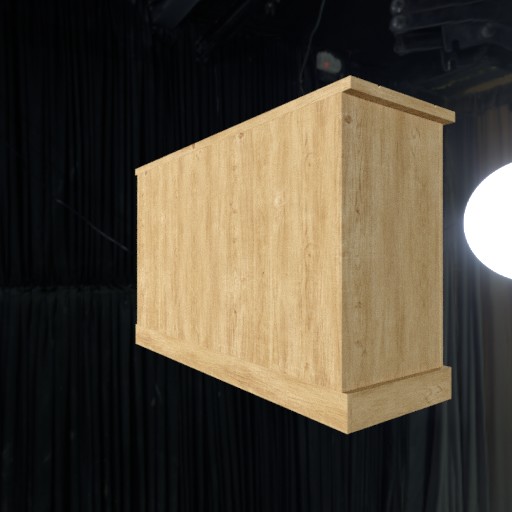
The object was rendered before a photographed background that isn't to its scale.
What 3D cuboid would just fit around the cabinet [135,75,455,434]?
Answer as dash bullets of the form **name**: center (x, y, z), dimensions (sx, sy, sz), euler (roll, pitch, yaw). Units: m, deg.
- **cabinet**: center (0.000, 0.000, 1.659), dimensions (0.432, 0.810, 1.321), euler (0, 0, -36)
